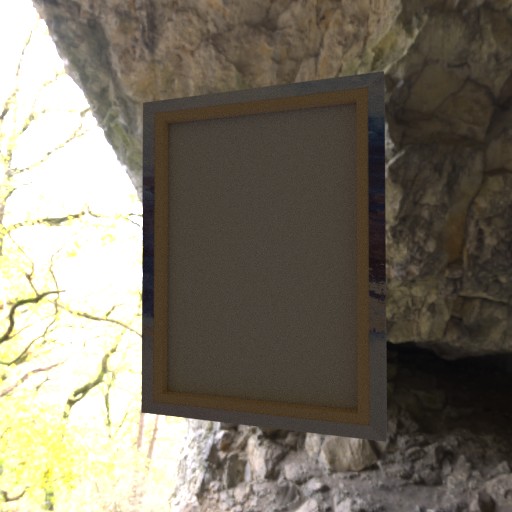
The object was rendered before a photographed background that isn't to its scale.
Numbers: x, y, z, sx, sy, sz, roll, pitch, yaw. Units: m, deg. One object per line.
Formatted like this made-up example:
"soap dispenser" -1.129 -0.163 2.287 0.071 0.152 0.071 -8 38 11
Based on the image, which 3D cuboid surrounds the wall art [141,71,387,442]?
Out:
"wall art" 0.000 0.000 0.779 0.437 0.581 0.036 0 -1 18
